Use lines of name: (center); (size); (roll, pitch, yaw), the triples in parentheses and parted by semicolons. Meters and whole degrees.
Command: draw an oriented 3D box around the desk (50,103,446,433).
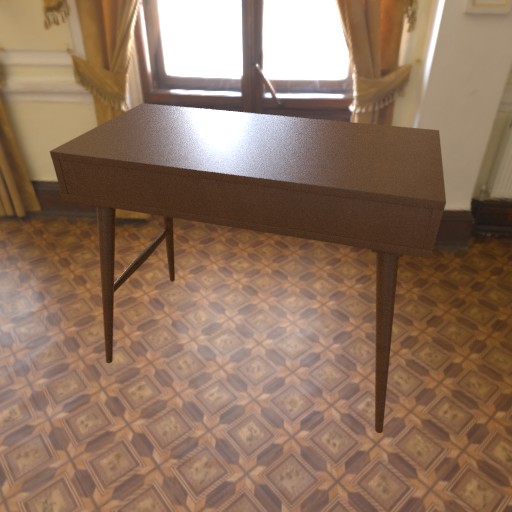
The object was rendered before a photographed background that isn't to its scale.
desk: (0.000, 0.000, 1.409); (0.949, 0.758, 0.510); (10, 35, 14)
